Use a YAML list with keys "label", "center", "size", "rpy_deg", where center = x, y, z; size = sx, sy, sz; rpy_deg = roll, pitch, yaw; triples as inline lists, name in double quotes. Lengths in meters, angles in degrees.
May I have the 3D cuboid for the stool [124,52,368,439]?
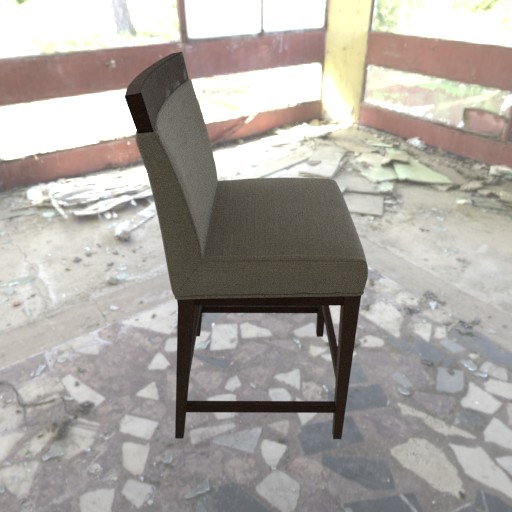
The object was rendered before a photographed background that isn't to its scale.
- label: "stool"
  center: [0.000, 0.000, 1.274]
  size: [0.531, 1.009, 0.512]
  rpy_deg: [0, 32, 0]
